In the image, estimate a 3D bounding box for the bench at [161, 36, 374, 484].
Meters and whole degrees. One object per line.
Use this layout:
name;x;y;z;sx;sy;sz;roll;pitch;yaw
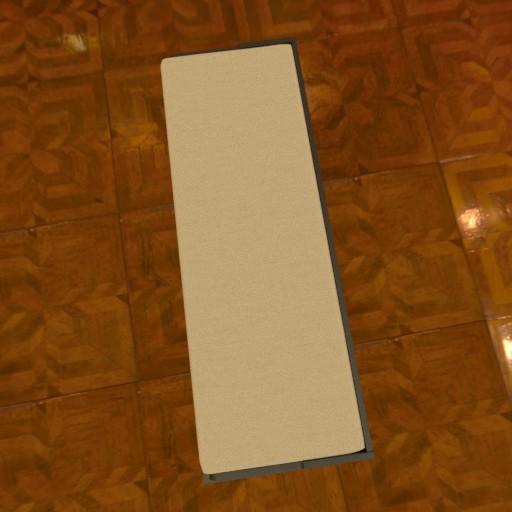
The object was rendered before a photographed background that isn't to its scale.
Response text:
bench;0.000;0.000;1.359;0.398;0.501;1.140;-8;76;-2
